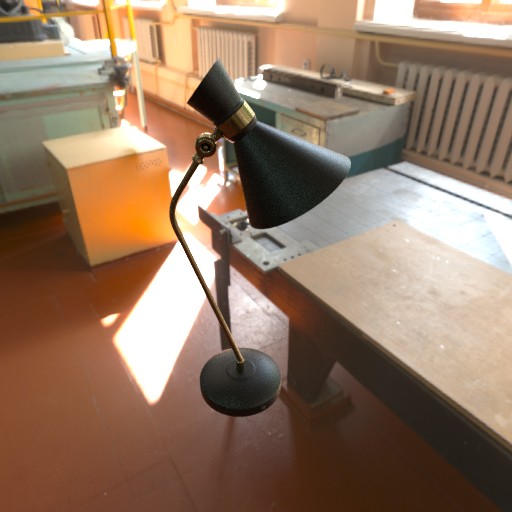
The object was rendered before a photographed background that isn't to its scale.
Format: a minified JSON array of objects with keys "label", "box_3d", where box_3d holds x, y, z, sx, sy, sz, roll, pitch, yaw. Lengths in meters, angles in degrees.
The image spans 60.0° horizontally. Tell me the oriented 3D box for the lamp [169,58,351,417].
[{"label":"lamp","box_3d":[0.000,0.000,0.784,0.292,0.647,0.189,1,32,2]}]
